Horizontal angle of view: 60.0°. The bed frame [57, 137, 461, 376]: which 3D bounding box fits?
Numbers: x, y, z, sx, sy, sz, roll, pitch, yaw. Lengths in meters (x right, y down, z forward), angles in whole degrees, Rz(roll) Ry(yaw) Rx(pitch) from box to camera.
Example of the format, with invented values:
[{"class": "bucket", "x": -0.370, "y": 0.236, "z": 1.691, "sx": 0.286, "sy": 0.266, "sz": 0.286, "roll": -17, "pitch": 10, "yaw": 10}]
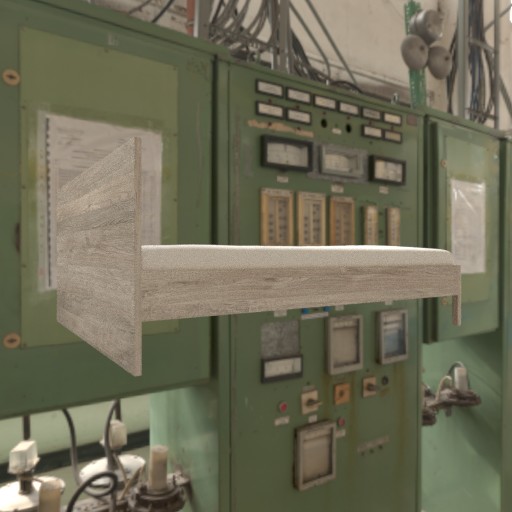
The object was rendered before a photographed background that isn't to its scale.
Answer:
[{"class": "bed frame", "x": 0.000, "y": 0.000, "z": 2.637, "sx": 1.950, "sy": 0.800, "sz": 1.490, "roll": 0, "pitch": 0, "yaw": -33}]
